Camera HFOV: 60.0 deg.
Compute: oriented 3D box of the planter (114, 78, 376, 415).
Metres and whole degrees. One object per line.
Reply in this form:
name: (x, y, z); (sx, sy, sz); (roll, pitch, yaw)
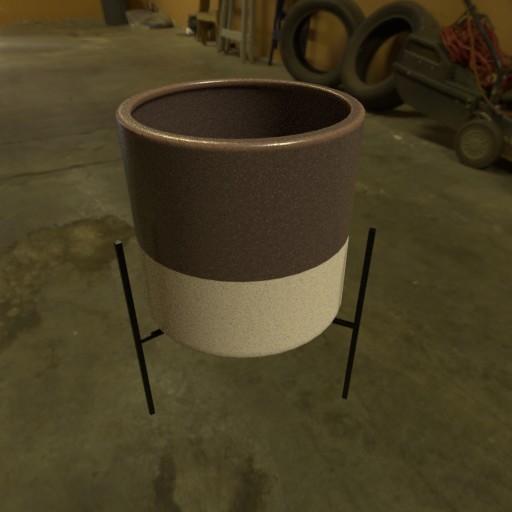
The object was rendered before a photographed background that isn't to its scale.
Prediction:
planter: (0.000, 0.000, 0.521); (0.260, 0.353, 0.250); (10, 35, 15)
